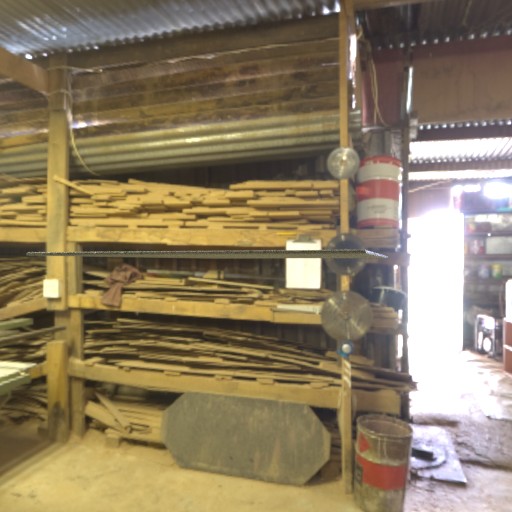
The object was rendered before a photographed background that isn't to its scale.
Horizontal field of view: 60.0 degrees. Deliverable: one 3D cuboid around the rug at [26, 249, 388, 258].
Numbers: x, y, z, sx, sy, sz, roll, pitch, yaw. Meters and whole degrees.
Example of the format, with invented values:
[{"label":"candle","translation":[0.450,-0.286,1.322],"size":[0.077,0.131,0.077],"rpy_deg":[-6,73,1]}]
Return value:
[{"label":"rug","translation":[0.000,0.000,2.837],"size":[1.543,0.015,2.144],"rpy_deg":[0,-1,19]}]
